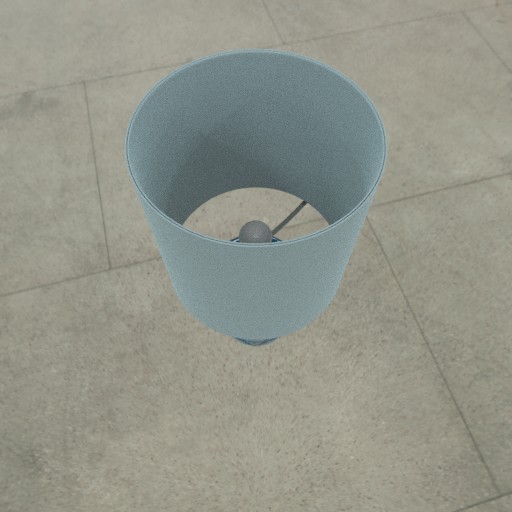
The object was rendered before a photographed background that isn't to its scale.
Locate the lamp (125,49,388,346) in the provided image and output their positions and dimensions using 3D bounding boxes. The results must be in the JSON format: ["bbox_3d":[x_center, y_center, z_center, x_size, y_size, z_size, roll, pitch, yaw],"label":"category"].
[{"bbox_3d":[0.000,0.000,0.493,0.193,0.377,0.193,35,67,17],"label":"lamp"}]
